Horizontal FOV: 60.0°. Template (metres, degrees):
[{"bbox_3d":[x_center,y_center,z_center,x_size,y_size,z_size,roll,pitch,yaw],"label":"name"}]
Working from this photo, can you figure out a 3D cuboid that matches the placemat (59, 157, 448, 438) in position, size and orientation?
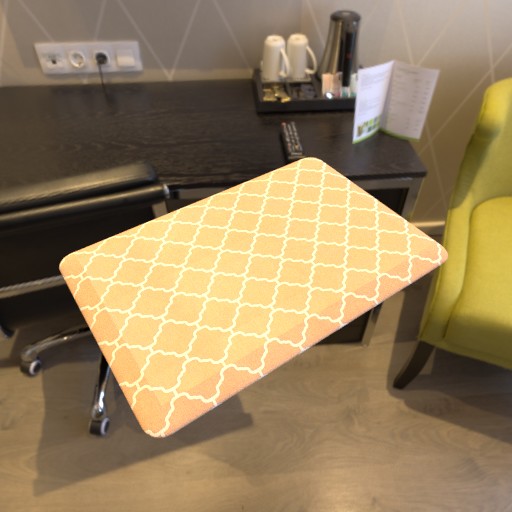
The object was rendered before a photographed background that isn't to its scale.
[{"bbox_3d":[0.000,0.000,1.009,0.762,0.021,0.508,-26,51,-23],"label":"placemat"}]
